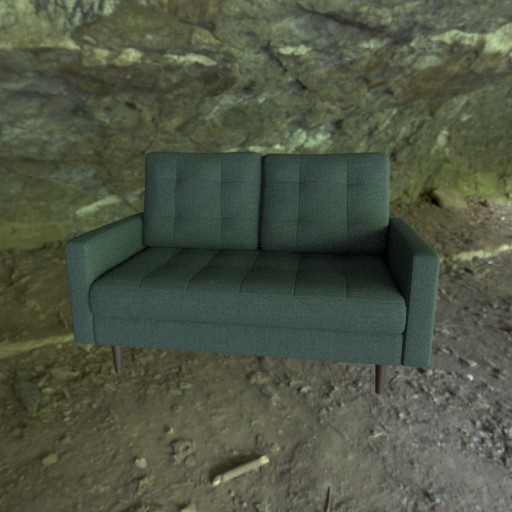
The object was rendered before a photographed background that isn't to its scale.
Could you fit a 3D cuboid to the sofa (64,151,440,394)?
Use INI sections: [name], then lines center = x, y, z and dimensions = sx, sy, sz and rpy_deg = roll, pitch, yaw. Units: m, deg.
[sofa]
center = 0.000, 0.000, 2.008
dimensions = 1.407, 0.907, 0.842
rpy_deg = 2, 15, 9
